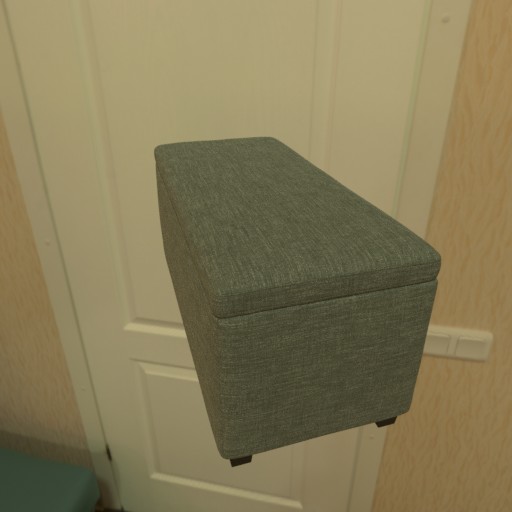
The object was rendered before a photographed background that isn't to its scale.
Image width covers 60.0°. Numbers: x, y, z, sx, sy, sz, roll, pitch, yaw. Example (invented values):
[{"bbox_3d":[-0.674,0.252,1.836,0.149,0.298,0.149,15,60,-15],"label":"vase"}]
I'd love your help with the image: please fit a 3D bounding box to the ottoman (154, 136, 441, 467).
[{"bbox_3d":[0.000,0.000,1.146,0.419,0.432,0.902,-8,29,-15],"label":"ottoman"}]
